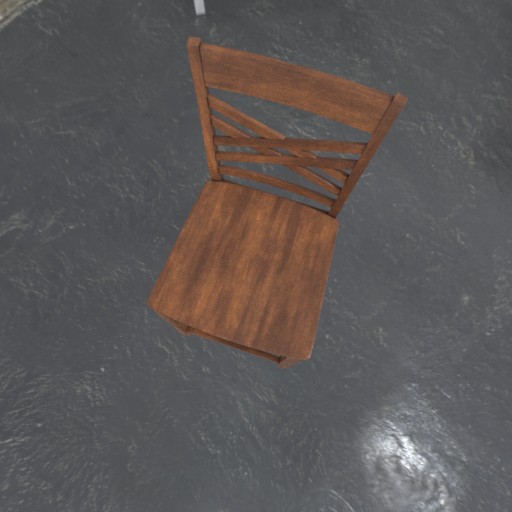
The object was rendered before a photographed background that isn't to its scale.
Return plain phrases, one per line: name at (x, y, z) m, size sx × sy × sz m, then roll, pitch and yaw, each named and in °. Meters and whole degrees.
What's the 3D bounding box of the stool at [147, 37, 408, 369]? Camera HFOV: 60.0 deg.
stool at (0.000, 0.000, 1.338) m, size 0.462 × 1.079 × 0.539 m, roll 18°, pitch 75°, yaw 5°
